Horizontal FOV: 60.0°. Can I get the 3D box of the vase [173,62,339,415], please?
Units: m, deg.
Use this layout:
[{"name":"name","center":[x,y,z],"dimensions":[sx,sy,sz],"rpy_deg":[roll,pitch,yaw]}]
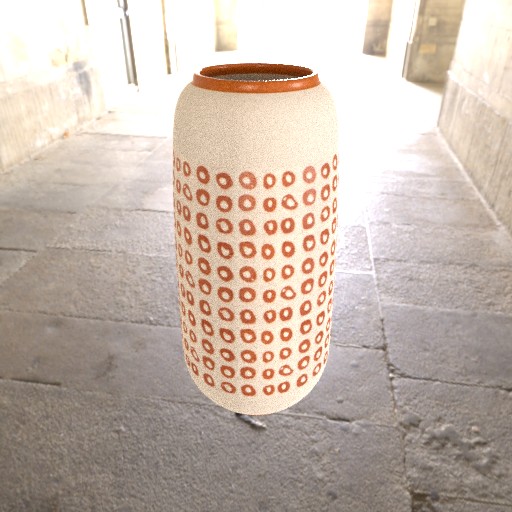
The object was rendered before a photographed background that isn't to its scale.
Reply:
[{"name":"vase","center":[0.000,0.000,0.362],"dimensions":[0.133,0.282,0.133],"rpy_deg":[0,31,0]}]
